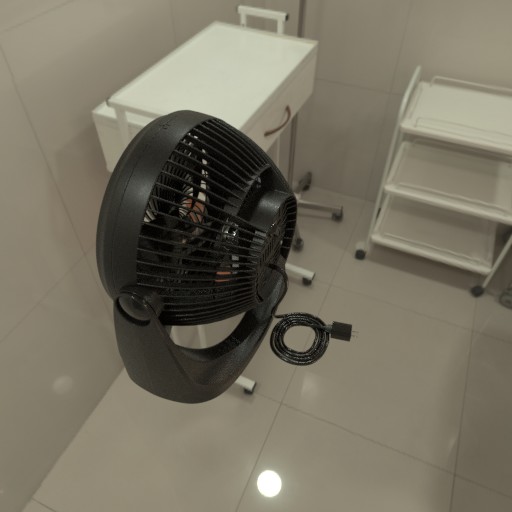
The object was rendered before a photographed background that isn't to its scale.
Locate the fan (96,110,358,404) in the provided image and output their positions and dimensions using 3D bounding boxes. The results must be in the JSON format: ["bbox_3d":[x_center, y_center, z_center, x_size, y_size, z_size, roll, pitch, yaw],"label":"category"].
[{"bbox_3d":[0.000,0.000,0.489,0.256,0.277,0.273,18,49,16],"label":"fan"}]
